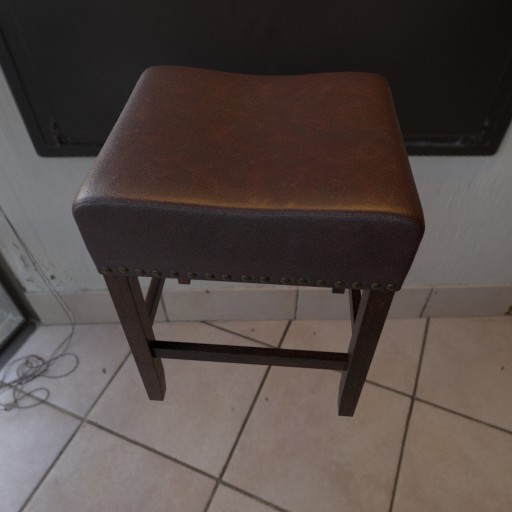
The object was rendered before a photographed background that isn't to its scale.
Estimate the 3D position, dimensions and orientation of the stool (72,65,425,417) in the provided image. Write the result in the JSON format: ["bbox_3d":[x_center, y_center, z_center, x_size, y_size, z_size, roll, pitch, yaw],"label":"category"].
[{"bbox_3d":[0.000,0.000,0.903,0.465,0.608,0.397,3,47,3],"label":"stool"}]
